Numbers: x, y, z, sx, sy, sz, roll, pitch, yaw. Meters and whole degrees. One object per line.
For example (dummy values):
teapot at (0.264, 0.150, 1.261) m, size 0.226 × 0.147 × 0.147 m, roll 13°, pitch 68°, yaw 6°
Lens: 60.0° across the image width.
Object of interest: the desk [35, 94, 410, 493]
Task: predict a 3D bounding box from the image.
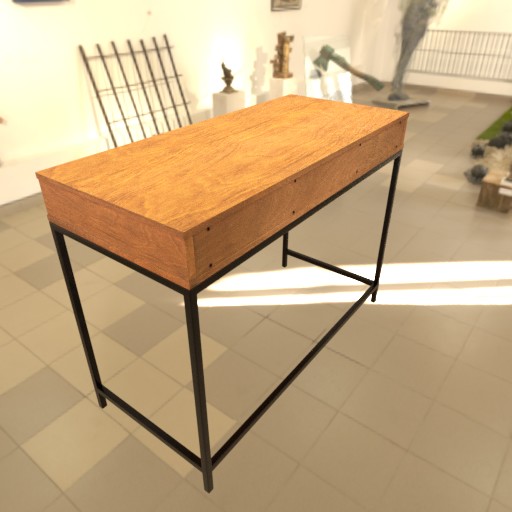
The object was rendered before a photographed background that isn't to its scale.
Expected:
desk at (0.000, 0.000, 1.400) m, size 0.470 × 0.762 × 1.016 m, roll 22°, pitch 38°, yaw 31°
